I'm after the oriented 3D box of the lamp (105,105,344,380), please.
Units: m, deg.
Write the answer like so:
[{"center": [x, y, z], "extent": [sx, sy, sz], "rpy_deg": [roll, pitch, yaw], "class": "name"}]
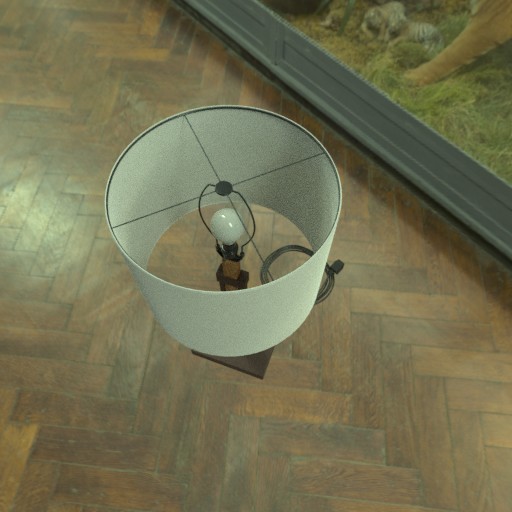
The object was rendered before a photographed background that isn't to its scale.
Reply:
[{"center": [0.000, 0.000, 0.992], "extent": [0.396, 0.668, 0.525], "rpy_deg": [18, 61, 10], "class": "lamp"}]
